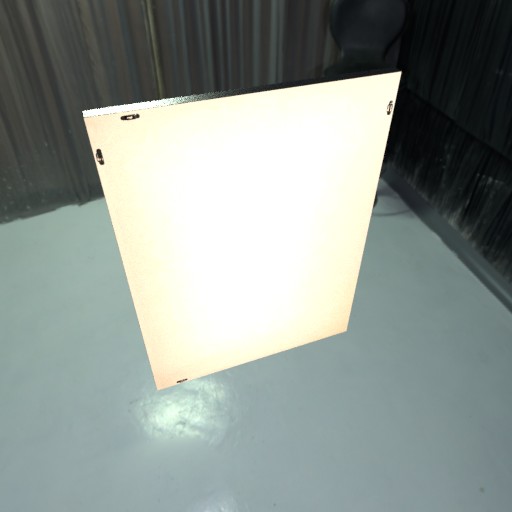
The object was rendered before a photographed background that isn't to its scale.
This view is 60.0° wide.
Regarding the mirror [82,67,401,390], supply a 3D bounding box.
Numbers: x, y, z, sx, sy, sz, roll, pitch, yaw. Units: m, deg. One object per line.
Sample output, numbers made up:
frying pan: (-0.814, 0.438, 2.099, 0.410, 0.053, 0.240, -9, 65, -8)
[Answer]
mirror: (0.000, 0.000, 1.350, 0.762, 1.016, 0.040, -14, 43, -15)
